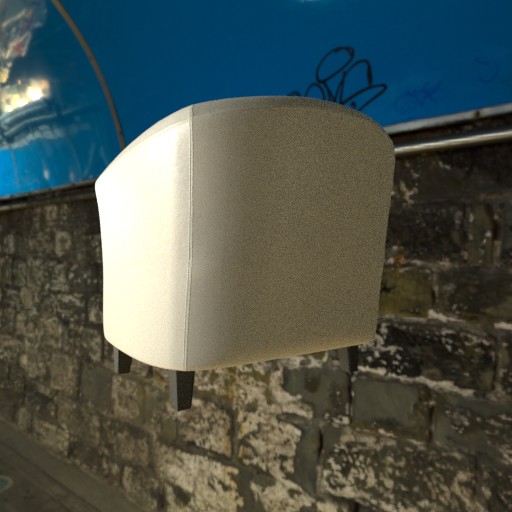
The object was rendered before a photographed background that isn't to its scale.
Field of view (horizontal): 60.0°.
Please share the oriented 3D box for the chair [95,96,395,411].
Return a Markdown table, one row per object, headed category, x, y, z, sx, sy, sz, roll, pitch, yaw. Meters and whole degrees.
| category | x | y | z | sx | sy | sz | roll | pitch | yaw |
| --- | --- | --- | --- | --- | --- | --- | --- | --- | --- |
| chair | 0.000 | 0.000 | 1.366 | 0.792 | 0.756 | 0.727 | 0 | 0 | -36 |
